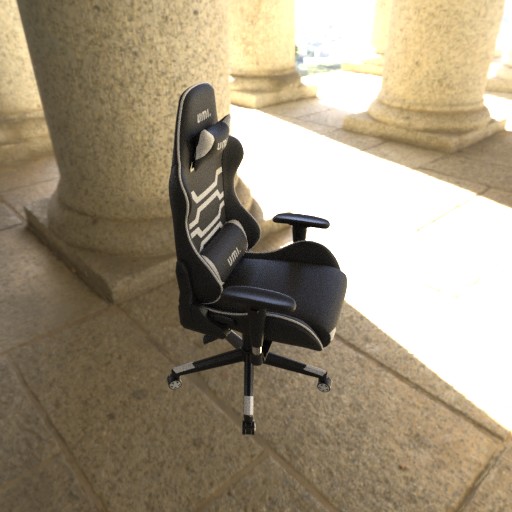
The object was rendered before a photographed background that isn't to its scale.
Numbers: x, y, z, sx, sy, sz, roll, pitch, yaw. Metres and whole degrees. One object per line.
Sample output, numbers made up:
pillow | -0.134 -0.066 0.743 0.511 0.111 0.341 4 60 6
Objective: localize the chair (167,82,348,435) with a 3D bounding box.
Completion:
chair | 0.000 0.000 1.715 0.700 1.240 0.700 10 33 16
